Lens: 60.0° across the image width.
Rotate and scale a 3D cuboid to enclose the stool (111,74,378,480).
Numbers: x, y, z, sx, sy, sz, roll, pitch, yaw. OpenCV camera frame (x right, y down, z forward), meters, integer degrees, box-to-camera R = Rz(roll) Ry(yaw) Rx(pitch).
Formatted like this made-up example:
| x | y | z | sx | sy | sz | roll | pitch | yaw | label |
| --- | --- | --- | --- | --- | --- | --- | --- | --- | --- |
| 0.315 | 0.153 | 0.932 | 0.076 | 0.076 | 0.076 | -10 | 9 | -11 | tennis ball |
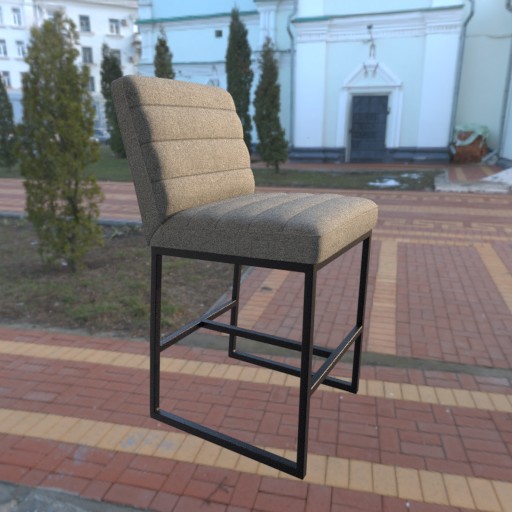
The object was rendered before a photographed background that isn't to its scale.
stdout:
| x | y | z | sx | sy | sz | roll | pitch | yaw | label |
| --- | --- | --- | --- | --- | --- | --- | --- | --- | --- |
| 0.000 | 0.000 | 1.240 | 0.560 | 0.940 | 0.460 | 9 | 18 | 29 | stool |
